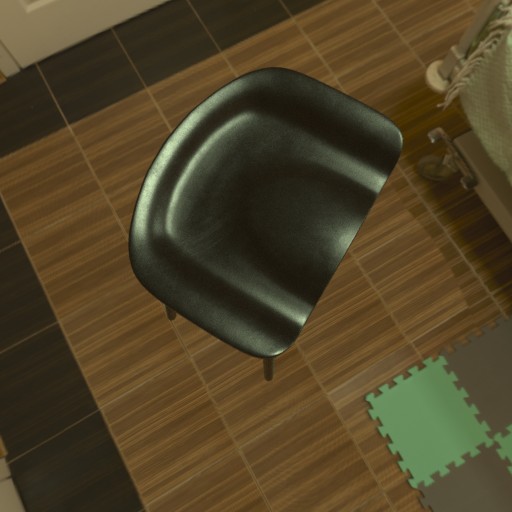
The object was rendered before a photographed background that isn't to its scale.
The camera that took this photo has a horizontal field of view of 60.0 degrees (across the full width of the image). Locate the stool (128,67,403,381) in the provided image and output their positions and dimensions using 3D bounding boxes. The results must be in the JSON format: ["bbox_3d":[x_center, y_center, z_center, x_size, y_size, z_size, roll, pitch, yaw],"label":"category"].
[{"bbox_3d":[0.000,0.000,0.980,0.361,0.749,0.440,30,78,7],"label":"stool"}]
